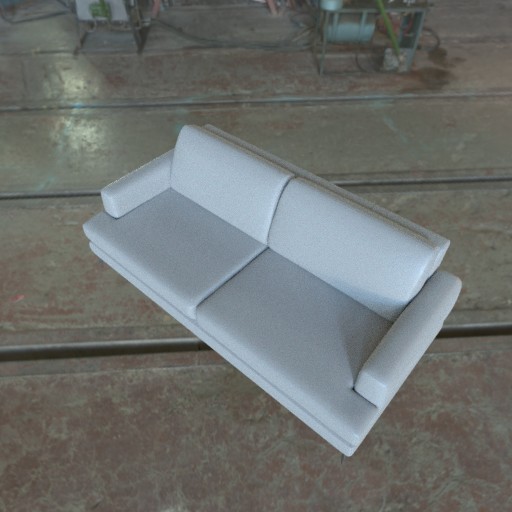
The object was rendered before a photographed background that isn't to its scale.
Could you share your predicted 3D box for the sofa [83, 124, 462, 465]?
[{"bbox_3d":[0.000,0.000,2.436,1.940,0.765,0.974,32,54,27],"label":"sofa"}]
